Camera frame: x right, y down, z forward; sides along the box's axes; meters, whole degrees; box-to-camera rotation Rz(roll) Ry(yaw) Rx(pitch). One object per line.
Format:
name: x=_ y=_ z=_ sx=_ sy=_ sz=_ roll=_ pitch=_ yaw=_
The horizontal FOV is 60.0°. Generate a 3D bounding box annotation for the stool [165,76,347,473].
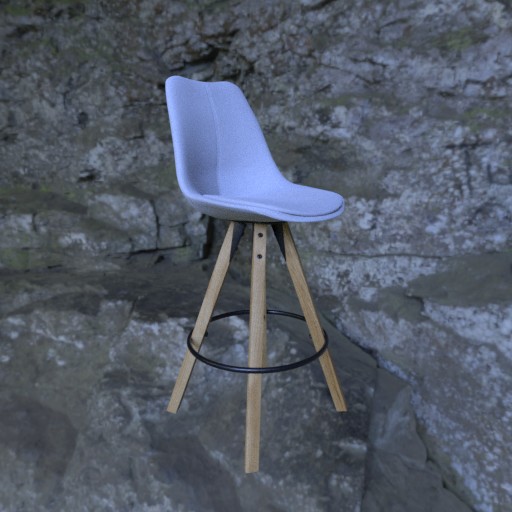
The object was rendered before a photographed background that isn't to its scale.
stool: x=0.000 y=0.000 z=1.426 sx=0.484 sy=1.115 sz=0.550 roll=-13 pitch=19 yaw=-42
